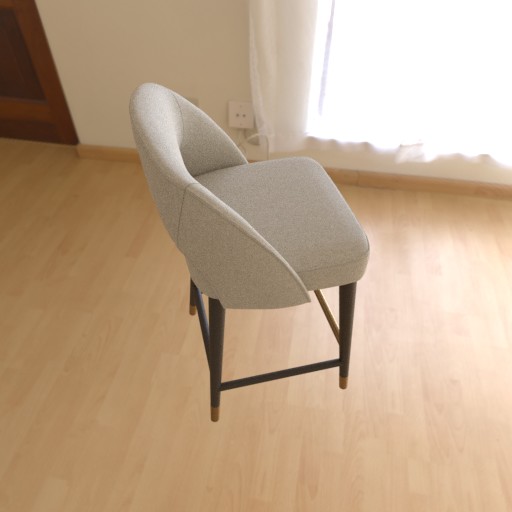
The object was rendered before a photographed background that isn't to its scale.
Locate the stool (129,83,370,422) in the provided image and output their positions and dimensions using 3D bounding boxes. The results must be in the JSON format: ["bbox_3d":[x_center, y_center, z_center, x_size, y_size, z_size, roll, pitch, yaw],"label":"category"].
[{"bbox_3d":[0.000,0.000,1.233,0.509,0.940,0.494,-11,47,-10],"label":"stool"}]
